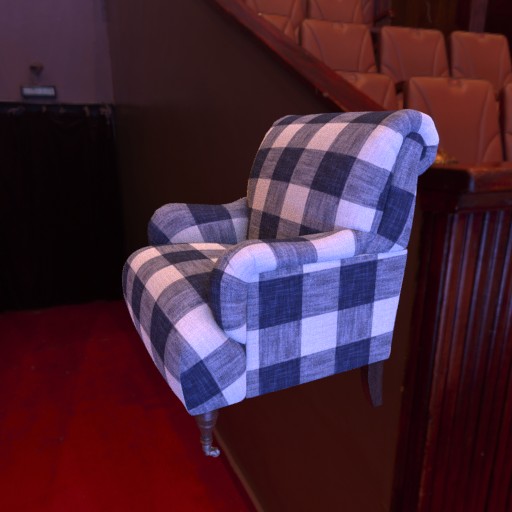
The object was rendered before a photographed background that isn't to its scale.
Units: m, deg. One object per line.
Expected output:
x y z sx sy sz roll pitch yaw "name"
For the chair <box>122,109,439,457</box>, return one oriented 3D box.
0.000 0.000 1.535 0.848 0.953 0.781 -8 18 -25 "chair"
